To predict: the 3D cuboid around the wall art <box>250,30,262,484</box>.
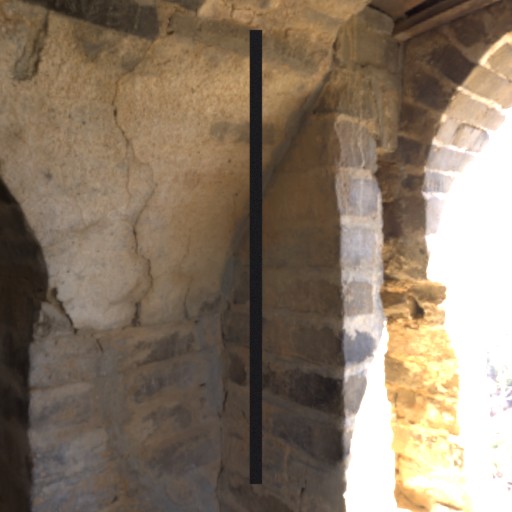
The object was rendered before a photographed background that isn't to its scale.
[{"bbox_3d":[0.000,0.000,0.674,0.013,0.458,0.456,0,1,0],"label":"wall art"}]
